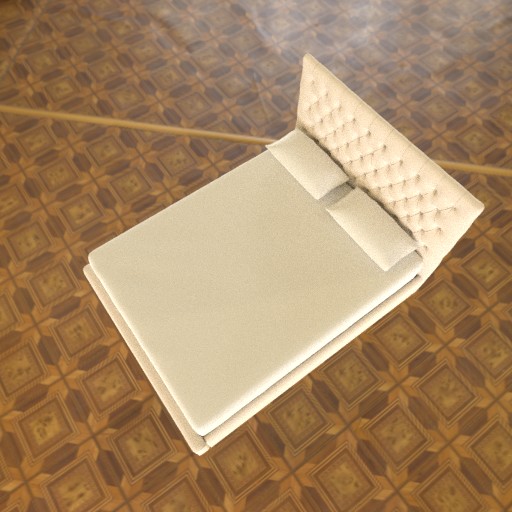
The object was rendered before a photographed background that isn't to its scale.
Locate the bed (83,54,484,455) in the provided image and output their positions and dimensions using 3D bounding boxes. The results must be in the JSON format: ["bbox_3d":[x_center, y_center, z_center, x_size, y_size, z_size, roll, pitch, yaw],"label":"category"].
[{"bbox_3d":[0.000,0.000,3.289,2.233,1.426,1.696,-33,68,-16],"label":"bed"}]
